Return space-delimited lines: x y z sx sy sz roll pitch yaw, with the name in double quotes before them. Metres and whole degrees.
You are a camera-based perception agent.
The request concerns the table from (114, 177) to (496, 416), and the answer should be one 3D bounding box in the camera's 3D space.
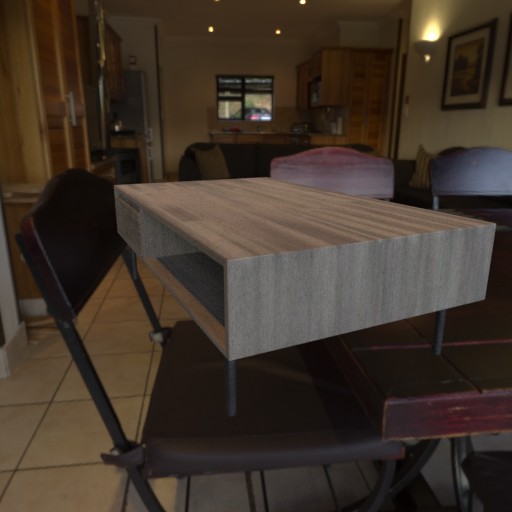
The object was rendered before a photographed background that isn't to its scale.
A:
"table" 0.000 0.000 1.353 0.643 0.347 1.088 -8 18 -25
